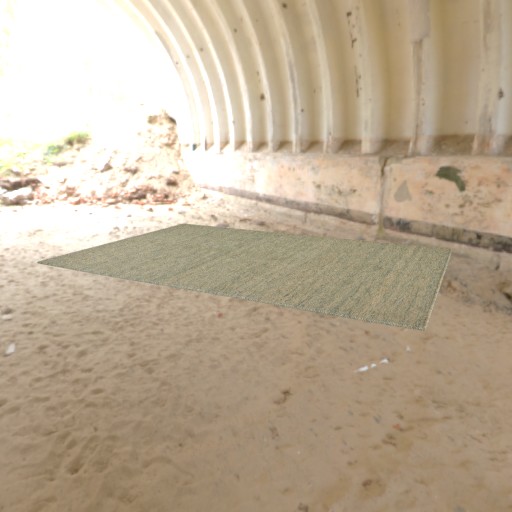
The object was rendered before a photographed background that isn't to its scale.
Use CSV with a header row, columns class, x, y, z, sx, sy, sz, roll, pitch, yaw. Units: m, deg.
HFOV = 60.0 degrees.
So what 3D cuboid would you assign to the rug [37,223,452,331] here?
class,x,y,z,sx,sy,sz,roll,pitch,yaw
rug,0.000,0.000,2.920,2.283,0.013,1.547,7,16,26
